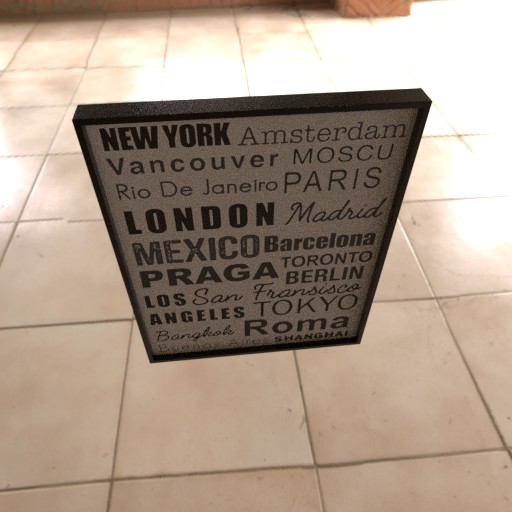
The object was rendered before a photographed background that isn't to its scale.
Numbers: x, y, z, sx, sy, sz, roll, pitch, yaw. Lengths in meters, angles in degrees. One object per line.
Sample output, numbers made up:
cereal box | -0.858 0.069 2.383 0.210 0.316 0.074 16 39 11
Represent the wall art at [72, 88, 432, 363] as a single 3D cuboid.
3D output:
wall art | 0.000 0.000 0.756 0.448 0.551 0.038 -4 46 -4
